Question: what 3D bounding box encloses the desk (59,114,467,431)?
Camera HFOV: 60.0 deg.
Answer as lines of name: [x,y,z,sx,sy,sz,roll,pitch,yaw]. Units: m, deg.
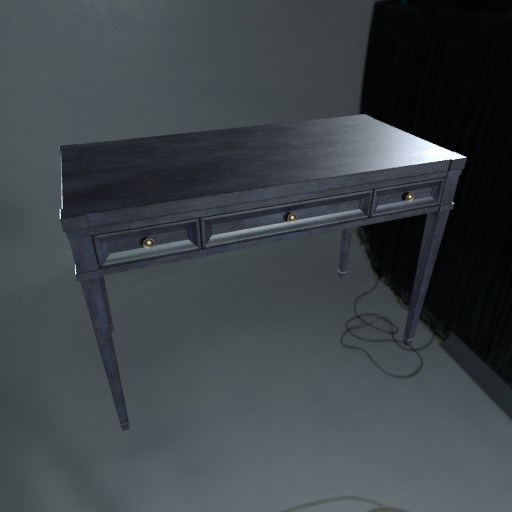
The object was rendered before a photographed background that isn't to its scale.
desk: [0.000,0.000,1.779,1.289,0.861,0.630,-11,33,-18]
